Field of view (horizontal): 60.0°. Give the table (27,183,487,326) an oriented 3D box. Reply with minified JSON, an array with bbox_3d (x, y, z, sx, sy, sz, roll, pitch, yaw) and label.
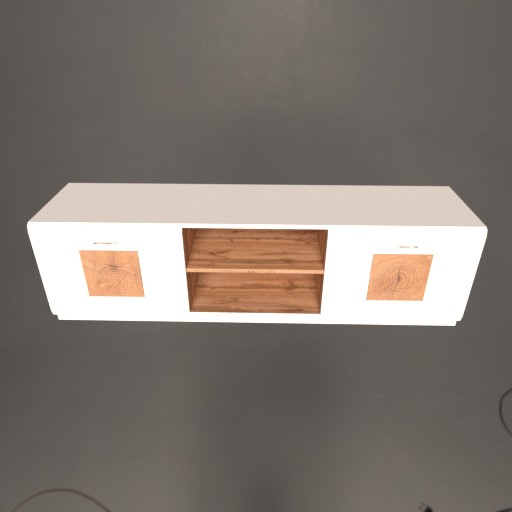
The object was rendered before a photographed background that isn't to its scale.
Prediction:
[{"bbox_3d":[0.000,0.000,1.747,1.550,0.440,0.400,1,31,1],"label":"table"}]
